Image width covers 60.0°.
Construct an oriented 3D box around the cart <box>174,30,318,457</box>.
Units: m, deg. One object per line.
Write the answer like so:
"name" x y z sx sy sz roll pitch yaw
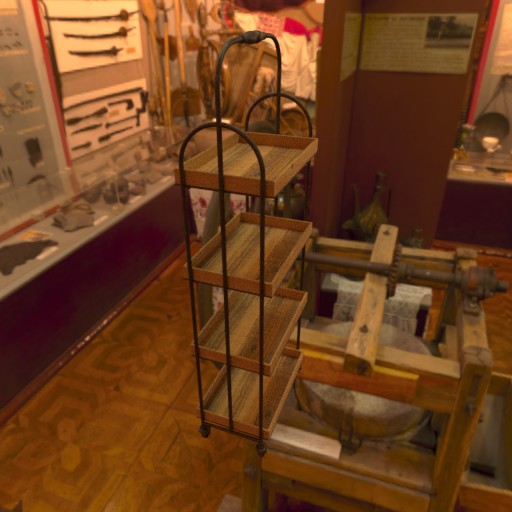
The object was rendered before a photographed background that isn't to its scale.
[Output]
"cart" 0.000 0.000 1.630 0.308 1.481 0.581 11 31 18
